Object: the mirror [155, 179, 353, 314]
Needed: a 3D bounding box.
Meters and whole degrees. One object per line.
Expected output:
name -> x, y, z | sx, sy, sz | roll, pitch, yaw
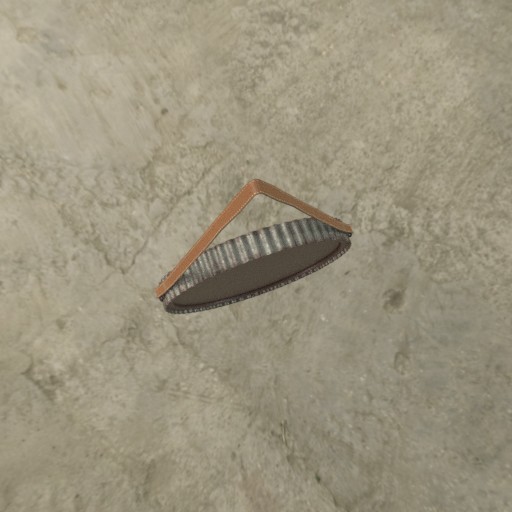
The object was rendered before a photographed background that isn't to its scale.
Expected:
mirror -> 0.000, 0.000, 0.713 | 0.355, 0.568, 0.042 | -19, 77, -5
